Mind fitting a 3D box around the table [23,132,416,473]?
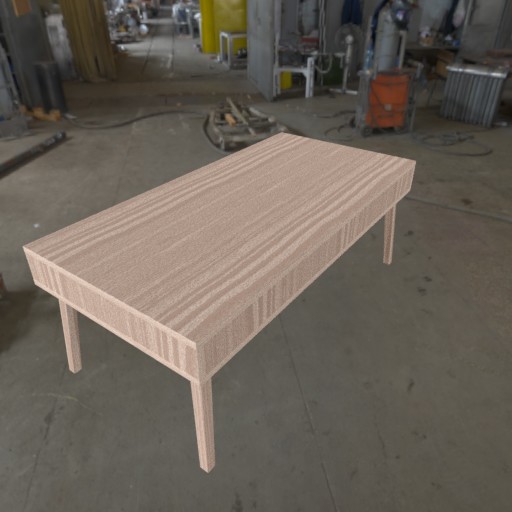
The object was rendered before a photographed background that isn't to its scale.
[{"bbox_3d":[0.000,0.000,1.510,0.600,0.450,1.200,21,38,30],"label":"table"}]
